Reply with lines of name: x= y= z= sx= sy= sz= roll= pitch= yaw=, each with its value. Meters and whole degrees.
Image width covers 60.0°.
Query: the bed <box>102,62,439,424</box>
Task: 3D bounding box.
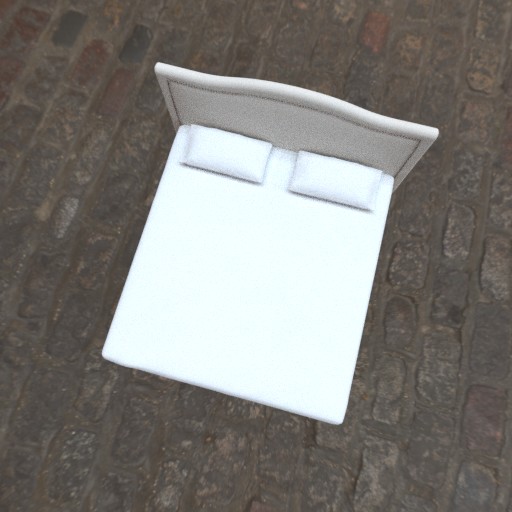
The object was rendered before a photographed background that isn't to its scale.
bed: x=0.000 y=0.000 z=3.500 sx=2.083 sy=1.421 sz=2.182 roll=15 pitch=77 yaw=3
